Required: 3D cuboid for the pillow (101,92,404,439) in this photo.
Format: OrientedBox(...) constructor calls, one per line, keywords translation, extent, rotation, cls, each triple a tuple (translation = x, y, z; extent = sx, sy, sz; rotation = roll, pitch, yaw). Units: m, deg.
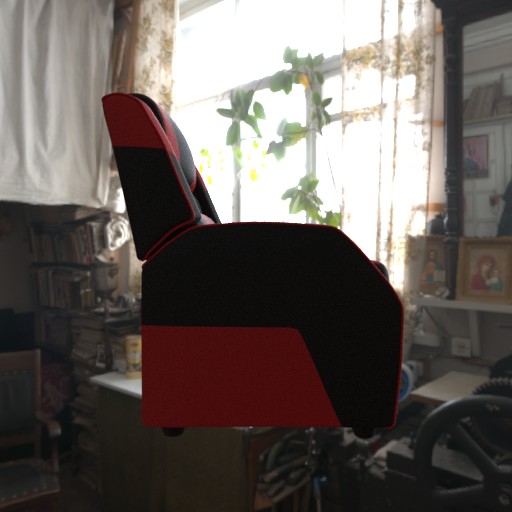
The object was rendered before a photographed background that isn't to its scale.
OrientedBox(translation=(0.000, 0.000, 1.269), extent=(0.672, 0.805, 0.620), rotation=(0, 1, 1), cls="pillow")
